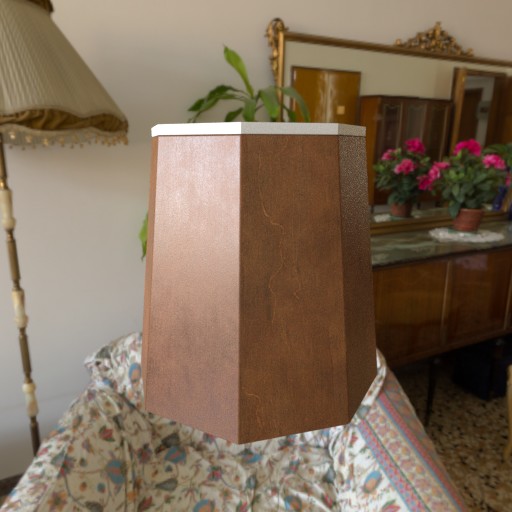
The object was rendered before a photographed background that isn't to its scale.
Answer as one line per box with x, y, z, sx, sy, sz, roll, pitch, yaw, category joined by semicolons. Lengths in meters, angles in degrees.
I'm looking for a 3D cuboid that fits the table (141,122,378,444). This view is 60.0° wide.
0.000;0.000;0.820;0.439;0.457;0.439;7;16;26;table
